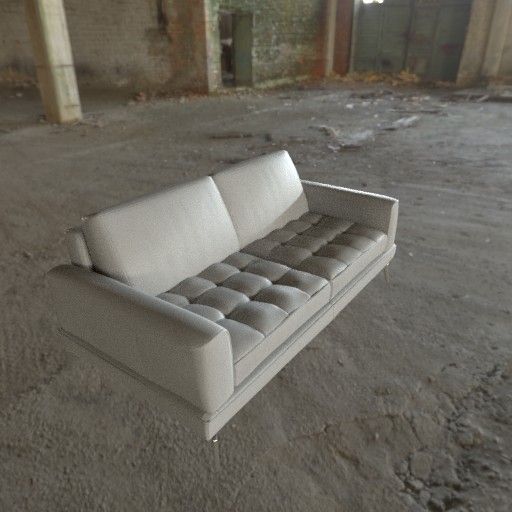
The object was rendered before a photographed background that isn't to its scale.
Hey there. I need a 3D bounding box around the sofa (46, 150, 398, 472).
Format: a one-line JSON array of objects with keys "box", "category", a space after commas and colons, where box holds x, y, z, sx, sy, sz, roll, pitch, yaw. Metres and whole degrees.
[{"box": [0.000, 0.000, 2.760, 1.121, 0.930, 2.177, 18, 31, 32], "category": "sofa"}]
